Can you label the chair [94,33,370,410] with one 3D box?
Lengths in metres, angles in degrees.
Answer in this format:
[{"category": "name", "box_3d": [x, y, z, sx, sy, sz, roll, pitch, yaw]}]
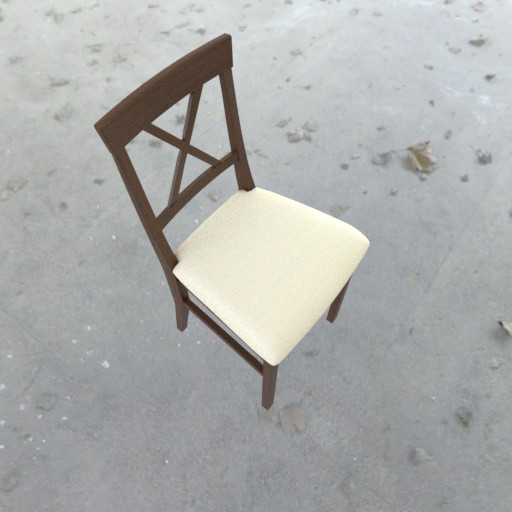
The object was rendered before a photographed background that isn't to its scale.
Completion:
[{"category": "chair", "box_3d": [0.000, 0.000, 1.187, 0.480, 0.913, 0.440, 33, 63, 19]}]
